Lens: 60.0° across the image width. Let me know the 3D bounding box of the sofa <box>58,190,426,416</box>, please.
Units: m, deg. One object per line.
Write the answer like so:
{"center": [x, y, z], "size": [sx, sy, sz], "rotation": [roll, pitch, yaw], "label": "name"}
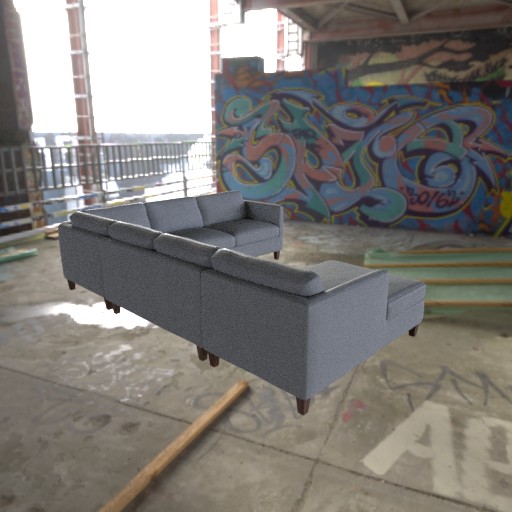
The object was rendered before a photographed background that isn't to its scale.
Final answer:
{"center": [0.000, 0.000, 4.370], "size": [3.238, 0.853, 2.551], "rotation": [14, 21, 42], "label": "sofa"}
